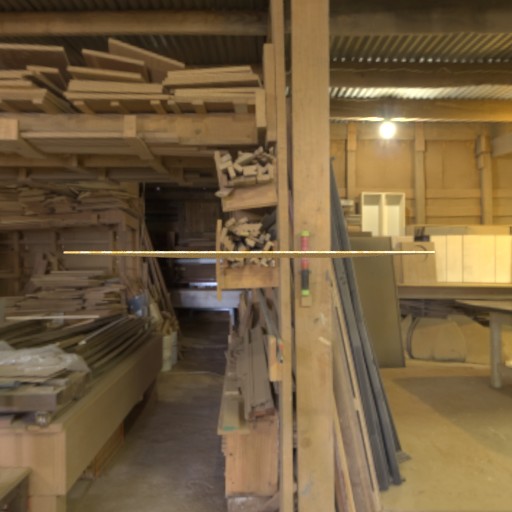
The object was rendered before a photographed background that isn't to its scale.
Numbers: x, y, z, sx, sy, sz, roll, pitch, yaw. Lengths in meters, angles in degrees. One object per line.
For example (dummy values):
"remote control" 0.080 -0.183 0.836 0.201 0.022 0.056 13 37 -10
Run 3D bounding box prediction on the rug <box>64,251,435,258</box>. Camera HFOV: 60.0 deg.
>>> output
"rug" 0.000 0.000 3.006 1.511 0.010 2.424 0 -1 2
